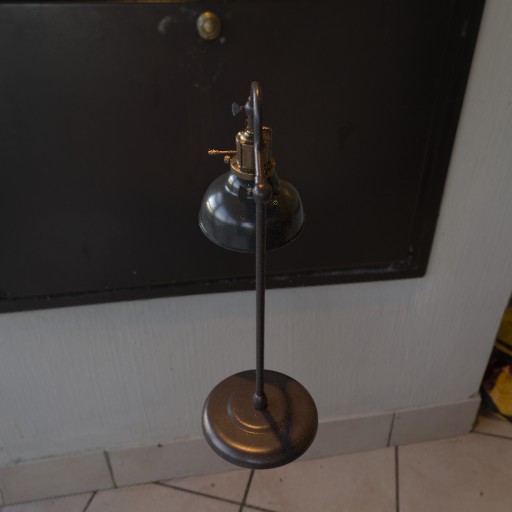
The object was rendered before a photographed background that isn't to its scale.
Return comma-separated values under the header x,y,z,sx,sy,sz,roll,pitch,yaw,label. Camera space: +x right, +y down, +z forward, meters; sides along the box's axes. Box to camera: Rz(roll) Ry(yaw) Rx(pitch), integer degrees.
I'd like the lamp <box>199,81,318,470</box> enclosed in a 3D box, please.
x,y,z,sx,sy,sz,roll,pitch,yaw,label
0.000,0.000,0.685,0.192,0.508,0.374,-2,30,-3,lamp
